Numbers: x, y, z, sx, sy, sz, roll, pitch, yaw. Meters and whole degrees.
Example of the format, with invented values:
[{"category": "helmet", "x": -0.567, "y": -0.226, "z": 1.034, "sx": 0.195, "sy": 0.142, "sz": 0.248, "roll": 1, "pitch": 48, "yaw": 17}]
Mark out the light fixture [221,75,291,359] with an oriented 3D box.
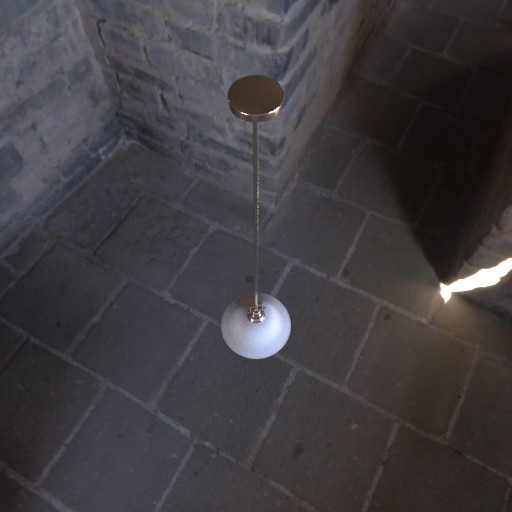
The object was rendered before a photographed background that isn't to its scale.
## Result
[{"category": "light fixture", "x": 0.000, "y": 0.000, "z": 1.475, "sx": 0.324, "sy": 1.354, "sz": 0.324, "roll": -16, "pitch": 63, "yaw": -9}]
